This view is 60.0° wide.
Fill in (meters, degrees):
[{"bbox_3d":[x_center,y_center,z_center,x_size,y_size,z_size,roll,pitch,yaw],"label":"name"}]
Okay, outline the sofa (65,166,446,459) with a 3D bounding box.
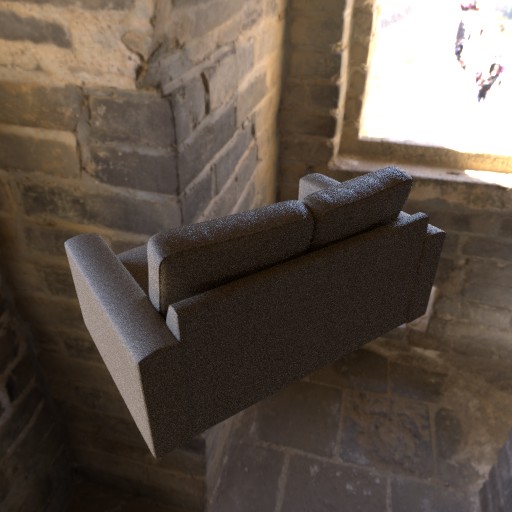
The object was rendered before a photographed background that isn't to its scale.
[{"bbox_3d":[0.000,0.000,2.244,1.616,0.873,1.016,-19,37,-28],"label":"sofa"}]
